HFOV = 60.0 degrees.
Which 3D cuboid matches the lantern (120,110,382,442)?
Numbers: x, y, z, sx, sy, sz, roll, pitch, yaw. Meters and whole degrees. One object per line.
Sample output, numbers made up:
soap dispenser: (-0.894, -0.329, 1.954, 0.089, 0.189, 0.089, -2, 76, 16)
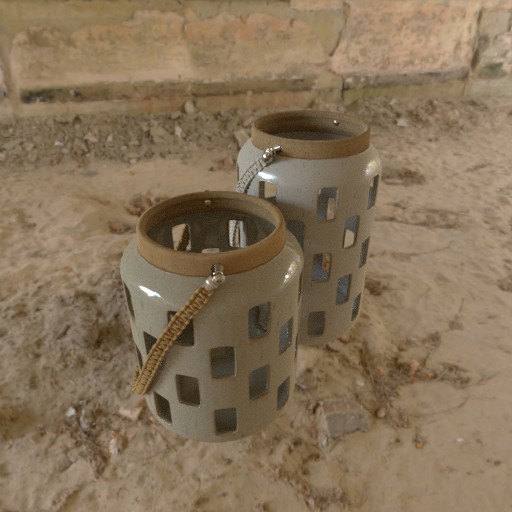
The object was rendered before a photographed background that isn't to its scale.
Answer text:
lantern: (0.000, 0.000, 0.492, 0.184, 0.255, 0.347, 21, 37, 31)
